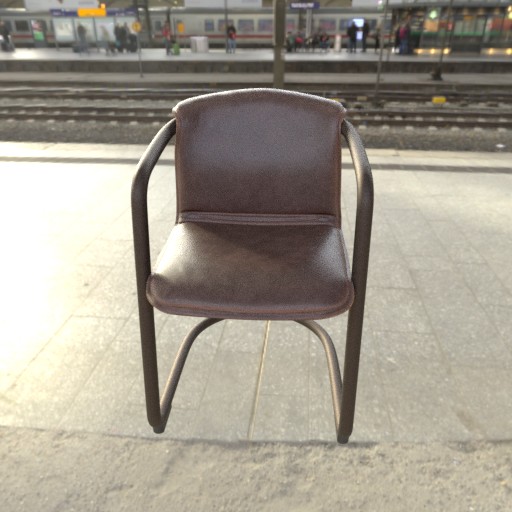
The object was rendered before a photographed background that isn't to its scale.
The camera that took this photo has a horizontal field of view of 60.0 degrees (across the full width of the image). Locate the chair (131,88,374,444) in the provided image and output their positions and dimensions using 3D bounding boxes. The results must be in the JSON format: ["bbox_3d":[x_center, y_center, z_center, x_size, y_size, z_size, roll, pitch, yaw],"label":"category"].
[{"bbox_3d":[0.000,0.000,1.246,0.536,0.836,0.664,2,27,3],"label":"chair"}]
